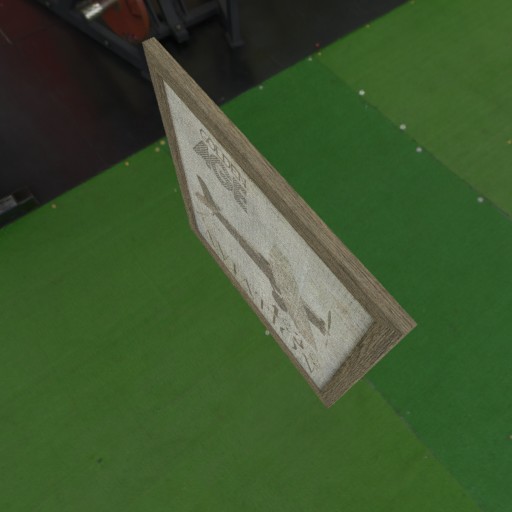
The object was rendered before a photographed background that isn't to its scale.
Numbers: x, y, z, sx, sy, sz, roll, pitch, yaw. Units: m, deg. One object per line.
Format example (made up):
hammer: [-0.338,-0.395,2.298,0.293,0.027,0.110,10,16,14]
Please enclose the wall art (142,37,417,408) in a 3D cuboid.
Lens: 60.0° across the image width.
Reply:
wall art: [0.000,0.000,0.745,0.019,0.508,0.508,-33,68,-15]
